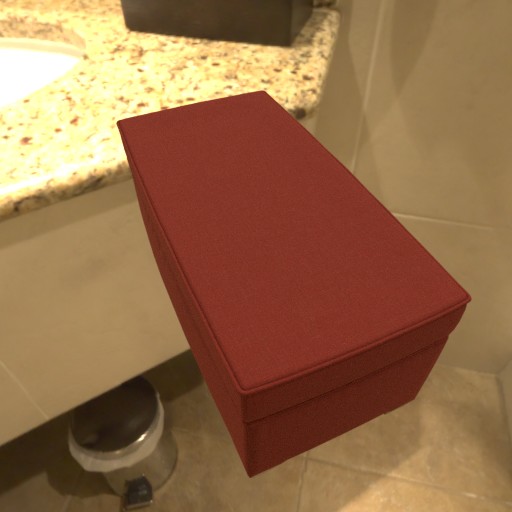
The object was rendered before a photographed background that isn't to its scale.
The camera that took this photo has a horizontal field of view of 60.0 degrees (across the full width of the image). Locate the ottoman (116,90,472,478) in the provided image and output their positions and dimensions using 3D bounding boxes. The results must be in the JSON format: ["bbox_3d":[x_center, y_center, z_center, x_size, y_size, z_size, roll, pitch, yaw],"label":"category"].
[{"bbox_3d":[0.000,0.000,1.202,0.497,0.454,0.948,-18,49,-17],"label":"ottoman"}]
